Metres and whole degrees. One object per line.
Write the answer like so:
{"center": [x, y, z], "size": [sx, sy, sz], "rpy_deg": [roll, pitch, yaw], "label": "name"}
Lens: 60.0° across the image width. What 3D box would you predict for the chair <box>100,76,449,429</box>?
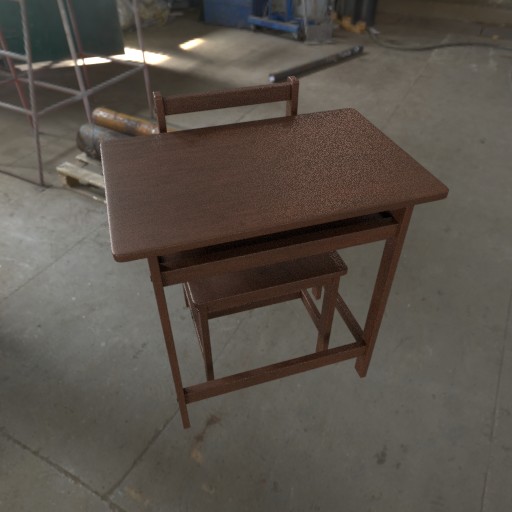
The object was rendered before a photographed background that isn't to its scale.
{"center": [0.000, 0.000, 1.076], "size": [0.599, 0.673, 0.463], "rpy_deg": [-12, 43, -13], "label": "chair"}
